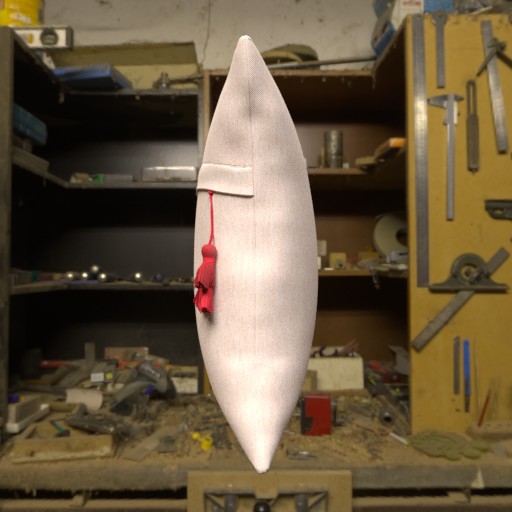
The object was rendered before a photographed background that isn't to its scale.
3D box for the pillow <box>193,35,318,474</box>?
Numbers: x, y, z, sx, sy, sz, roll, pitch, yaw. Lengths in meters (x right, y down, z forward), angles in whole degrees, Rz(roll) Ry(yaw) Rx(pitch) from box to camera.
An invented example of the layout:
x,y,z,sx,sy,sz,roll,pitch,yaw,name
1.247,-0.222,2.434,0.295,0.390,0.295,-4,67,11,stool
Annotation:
x,y,z,sx,sy,sz,roll,pitch,yaw,name
0.000,0.000,0.653,0.173,0.436,0.433,0,-1,0,pillow
